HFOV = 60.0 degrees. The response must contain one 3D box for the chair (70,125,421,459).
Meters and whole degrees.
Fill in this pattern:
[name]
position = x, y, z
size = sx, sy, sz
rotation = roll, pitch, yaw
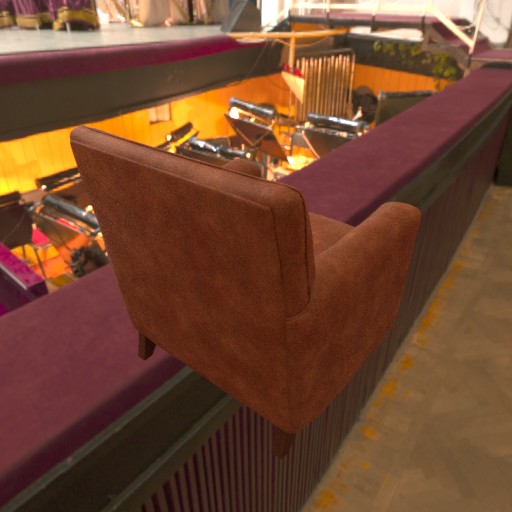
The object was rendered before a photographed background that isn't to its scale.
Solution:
[chair]
position = 0.000, 0.000, 1.592
size = 0.870, 0.943, 0.823
rotation = 23, 38, 33
